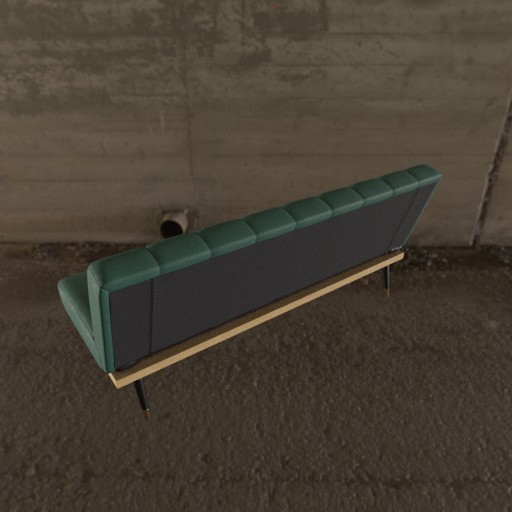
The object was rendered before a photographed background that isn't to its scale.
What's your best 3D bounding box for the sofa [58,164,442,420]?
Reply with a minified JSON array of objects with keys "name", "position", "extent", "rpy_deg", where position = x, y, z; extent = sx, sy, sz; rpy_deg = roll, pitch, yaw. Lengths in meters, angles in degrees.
[{"name":"sofa","position":[0.000,0.000,2.303],"extent":[1.810,0.820,0.830],"rpy_deg":[-20,35,-31]}]
